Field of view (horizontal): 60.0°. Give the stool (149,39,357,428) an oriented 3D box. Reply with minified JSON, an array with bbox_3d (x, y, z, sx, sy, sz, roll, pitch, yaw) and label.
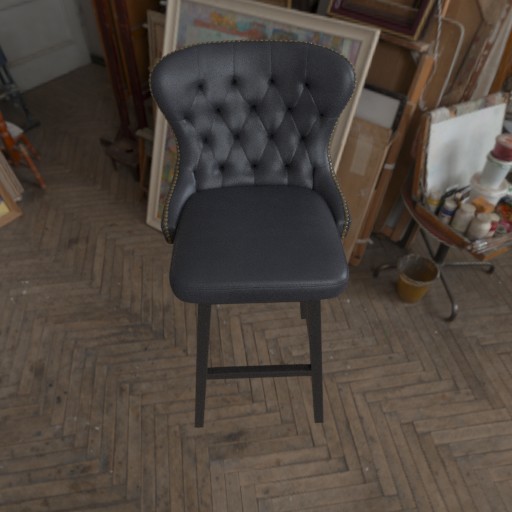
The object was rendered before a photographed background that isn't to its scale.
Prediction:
[{"bbox_3d":[0.000,0.000,1.342,0.528,1.050,0.601,-2,47,-2],"label":"stool"}]
